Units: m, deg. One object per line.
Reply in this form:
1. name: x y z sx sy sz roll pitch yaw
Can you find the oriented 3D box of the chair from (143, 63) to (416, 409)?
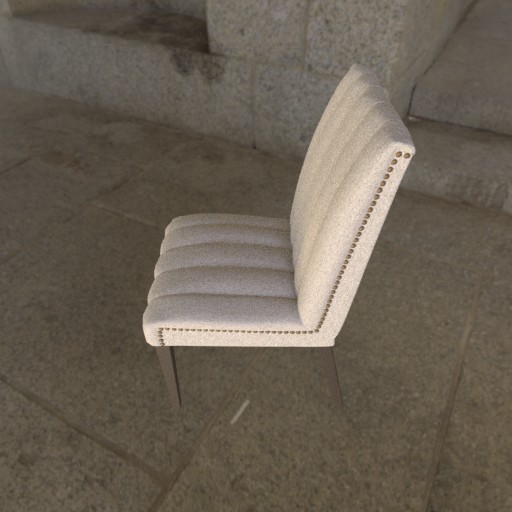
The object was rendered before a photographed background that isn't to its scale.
1. chair: 0.000 0.000 1.377 0.647 1.016 0.511 0 41 0
